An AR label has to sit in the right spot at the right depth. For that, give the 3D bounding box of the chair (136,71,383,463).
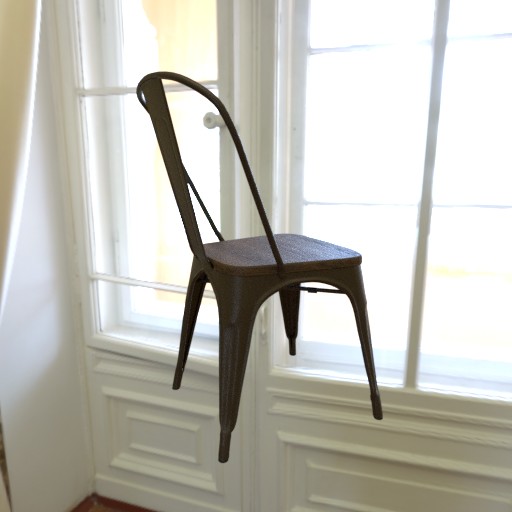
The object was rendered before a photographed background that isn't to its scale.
[{"bbox_3d":[0.000,0.000,1.150,0.532,0.844,0.451,-7,15,-27],"label":"chair"}]
